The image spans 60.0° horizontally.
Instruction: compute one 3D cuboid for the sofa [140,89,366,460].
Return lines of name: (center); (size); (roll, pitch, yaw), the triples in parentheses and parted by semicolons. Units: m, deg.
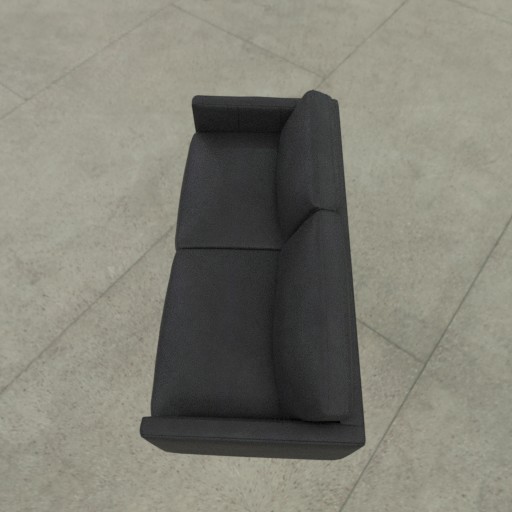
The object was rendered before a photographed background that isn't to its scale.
sofa: (0.000, 0.000, 2.412); (0.933, 0.863, 1.971); (2, 60, 1)
